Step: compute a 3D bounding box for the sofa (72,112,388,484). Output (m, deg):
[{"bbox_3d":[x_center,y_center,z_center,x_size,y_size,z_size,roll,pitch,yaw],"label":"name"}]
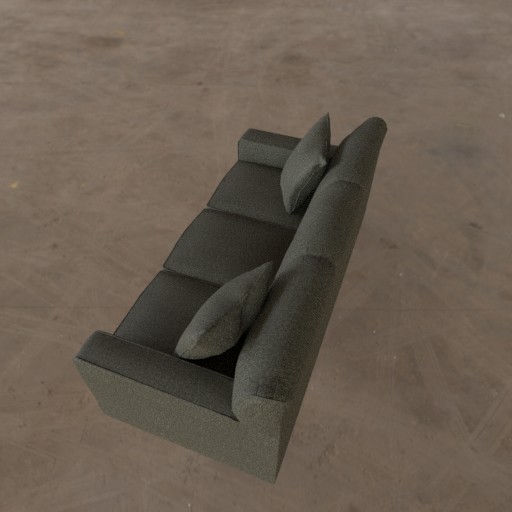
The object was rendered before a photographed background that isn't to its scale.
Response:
[{"bbox_3d":[0.000,0.000,2.527,0.997,0.958,2.024,16,49,14],"label":"sofa"}]
